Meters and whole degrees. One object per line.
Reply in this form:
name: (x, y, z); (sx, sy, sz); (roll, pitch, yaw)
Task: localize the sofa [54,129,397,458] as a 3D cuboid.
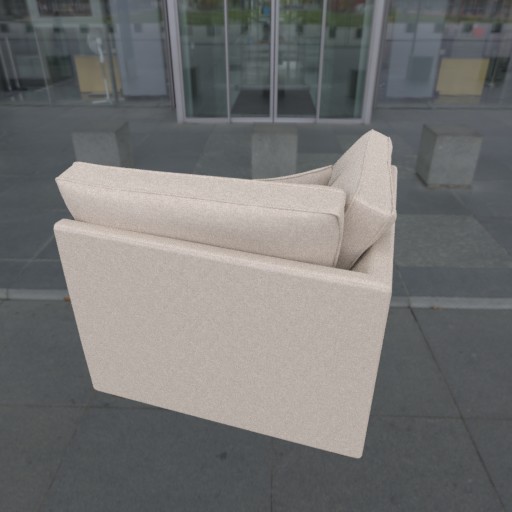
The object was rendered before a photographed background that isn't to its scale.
sofa: (0.000, 0.000, 1.823); (1.042, 0.937, 1.050); (9, 31, 15)
